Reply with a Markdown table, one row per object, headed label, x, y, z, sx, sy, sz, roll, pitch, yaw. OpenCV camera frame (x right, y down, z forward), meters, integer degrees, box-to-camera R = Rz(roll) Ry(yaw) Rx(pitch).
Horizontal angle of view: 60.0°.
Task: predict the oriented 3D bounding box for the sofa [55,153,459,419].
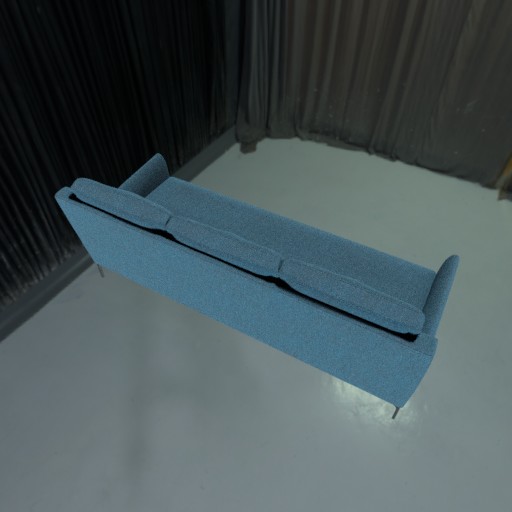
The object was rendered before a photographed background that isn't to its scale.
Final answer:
| label | x | y | z | sx | sy | sz | roll | pitch | yaw |
| --- | --- | --- | --- | --- | --- | --- | --- | --- | --- |
| sofa | 0.000 | 0.000 | 2.535 | 2.060 | 0.837 | 0.849 | 22 | 50 | 20 |
